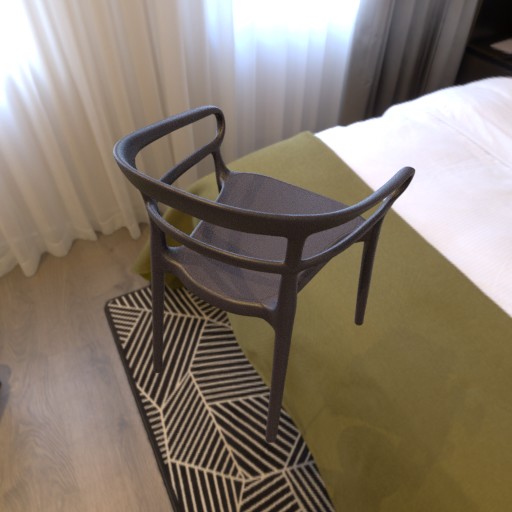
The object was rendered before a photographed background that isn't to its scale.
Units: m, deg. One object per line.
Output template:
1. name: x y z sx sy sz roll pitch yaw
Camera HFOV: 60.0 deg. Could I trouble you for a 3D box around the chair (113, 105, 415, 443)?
1. chair: 0.000 0.000 1.118 0.559 0.761 0.527 24 50 22
